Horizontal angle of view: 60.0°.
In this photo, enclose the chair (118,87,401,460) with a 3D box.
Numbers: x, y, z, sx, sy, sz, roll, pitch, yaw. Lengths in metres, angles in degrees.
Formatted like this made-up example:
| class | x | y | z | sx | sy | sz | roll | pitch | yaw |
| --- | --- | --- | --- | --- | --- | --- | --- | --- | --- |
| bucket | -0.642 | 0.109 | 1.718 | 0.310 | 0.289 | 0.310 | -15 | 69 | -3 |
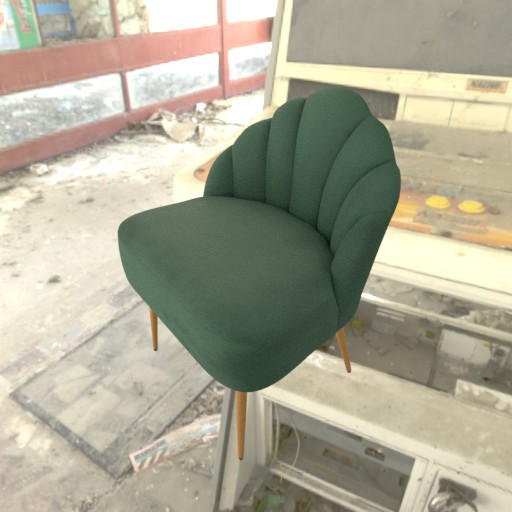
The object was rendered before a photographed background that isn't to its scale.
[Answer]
| class | x | y | z | sx | sy | sz | roll | pitch | yaw |
| --- | --- | --- | --- | --- | --- | --- | --- | --- | --- |
| chair | 0.000 | 0.000 | 1.227 | 0.599 | 0.819 | 0.657 | -22 | 38 | -31 |
